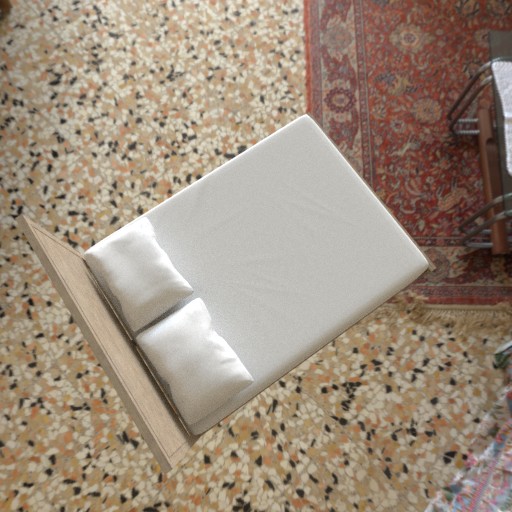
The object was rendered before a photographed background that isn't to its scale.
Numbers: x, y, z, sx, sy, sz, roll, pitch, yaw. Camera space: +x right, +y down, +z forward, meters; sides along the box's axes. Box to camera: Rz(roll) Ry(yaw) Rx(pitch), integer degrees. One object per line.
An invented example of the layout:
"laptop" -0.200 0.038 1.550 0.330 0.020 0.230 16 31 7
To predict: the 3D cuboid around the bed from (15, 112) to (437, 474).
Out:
"bed" 0.000 0.000 3.149 2.189 1.369 1.606 -34 78 -8
